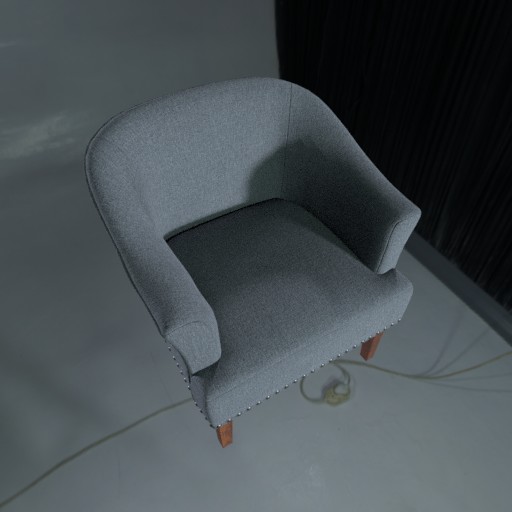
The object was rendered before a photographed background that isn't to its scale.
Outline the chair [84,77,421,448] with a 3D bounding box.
[{"bbox_3d":[0.000,0.000,1.380,0.798,0.815,0.704,-24,51,-21],"label":"chair"}]
